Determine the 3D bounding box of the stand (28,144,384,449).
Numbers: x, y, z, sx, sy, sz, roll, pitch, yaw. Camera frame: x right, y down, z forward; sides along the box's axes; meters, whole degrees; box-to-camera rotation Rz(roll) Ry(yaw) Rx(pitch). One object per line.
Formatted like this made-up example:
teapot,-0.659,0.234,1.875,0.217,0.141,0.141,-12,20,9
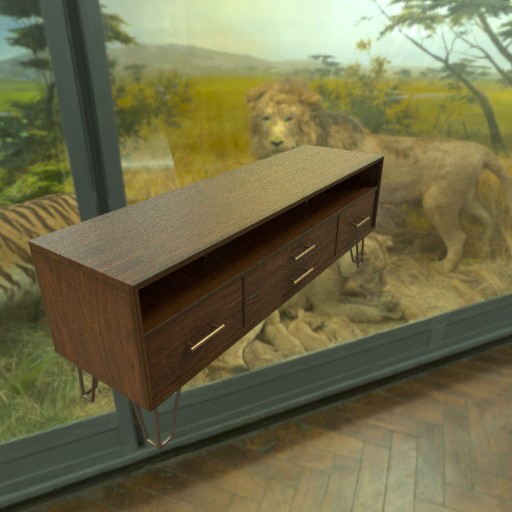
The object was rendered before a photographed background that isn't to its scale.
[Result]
stand,0.000,0.000,1.897,0.481,0.610,1.626,17,31,31
